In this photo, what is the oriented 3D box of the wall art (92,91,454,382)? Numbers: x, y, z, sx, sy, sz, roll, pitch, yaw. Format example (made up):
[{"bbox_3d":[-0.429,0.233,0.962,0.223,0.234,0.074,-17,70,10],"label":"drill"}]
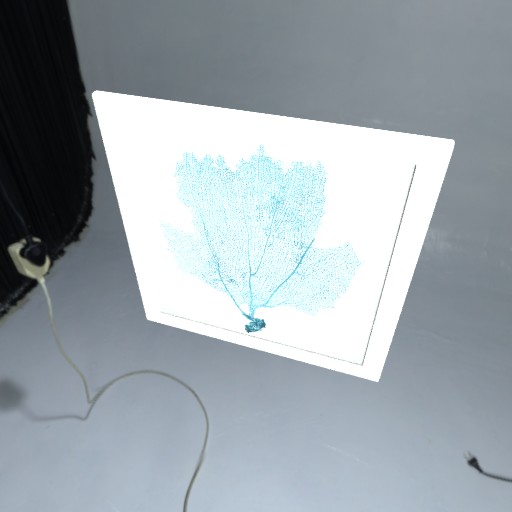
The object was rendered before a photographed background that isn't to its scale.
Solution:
[{"bbox_3d":[0.000,0.000,0.880,0.584,0.584,0.013,12,43,14],"label":"wall art"}]
